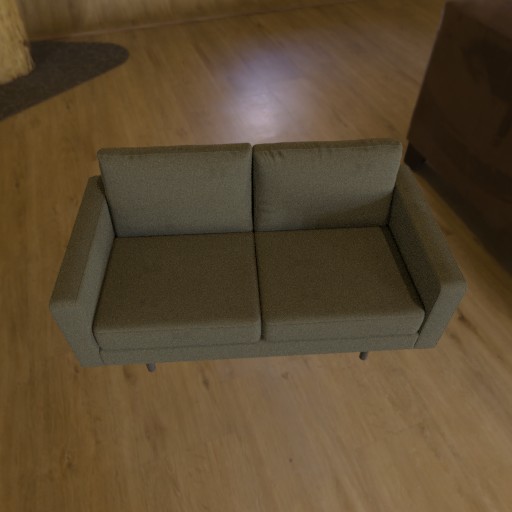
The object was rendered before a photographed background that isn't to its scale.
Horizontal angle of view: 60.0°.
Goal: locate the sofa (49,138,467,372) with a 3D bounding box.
[{"bbox_3d":[0.000,0.000,2.251,1.730,0.897,0.889,-3,47,-2],"label":"sofa"}]
